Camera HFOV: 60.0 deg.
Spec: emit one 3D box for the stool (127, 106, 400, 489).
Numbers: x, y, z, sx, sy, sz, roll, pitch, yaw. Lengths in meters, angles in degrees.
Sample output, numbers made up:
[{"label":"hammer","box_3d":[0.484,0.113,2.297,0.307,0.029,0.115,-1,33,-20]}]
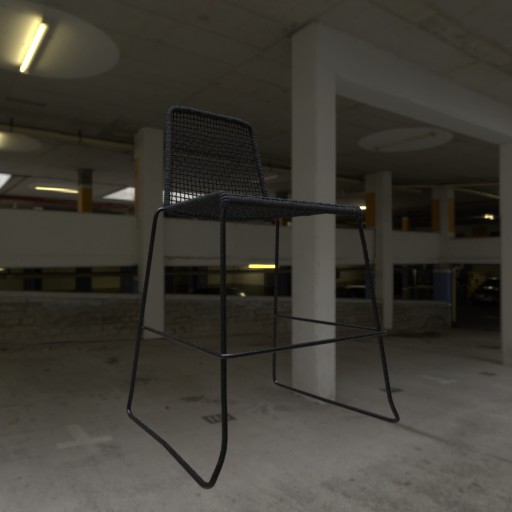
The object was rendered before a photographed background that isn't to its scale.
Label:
[{"label":"stool","box_3d":[0.000,0.000,1.212,0.590,0.905,0.509,0,-1,-36]}]
